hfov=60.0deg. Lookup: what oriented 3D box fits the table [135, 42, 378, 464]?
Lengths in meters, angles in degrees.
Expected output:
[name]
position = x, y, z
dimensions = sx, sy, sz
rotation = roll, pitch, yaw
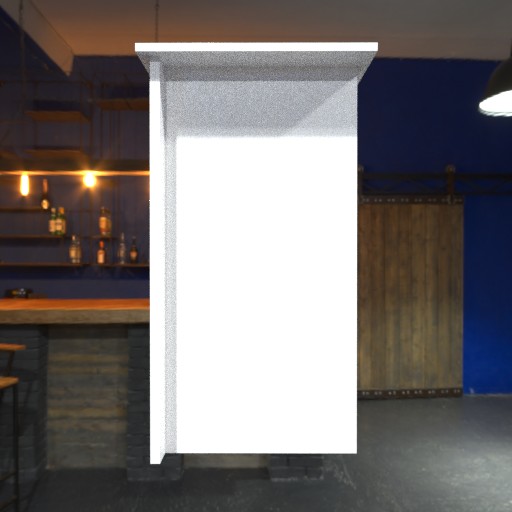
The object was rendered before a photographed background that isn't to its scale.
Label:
[table]
position = 0.000, 0.000, 1.033
dimensions = 0.406, 0.711, 0.589
rotation = 0, 0, 0
